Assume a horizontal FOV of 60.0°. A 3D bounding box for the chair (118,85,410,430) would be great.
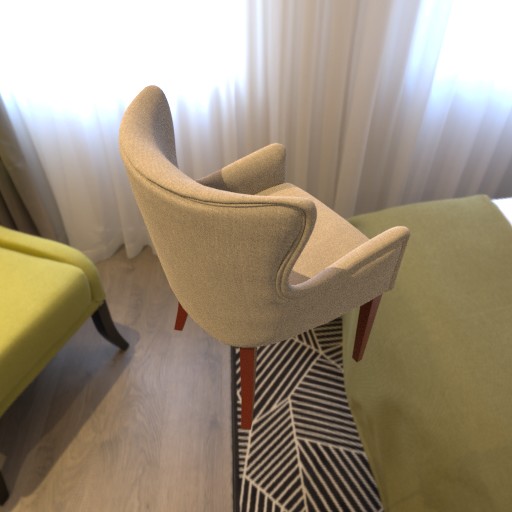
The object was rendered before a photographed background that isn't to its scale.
[{"bbox_3d":[0.000,0.000,1.437,0.677,0.948,0.732,-24,47,-25],"label":"chair"}]
